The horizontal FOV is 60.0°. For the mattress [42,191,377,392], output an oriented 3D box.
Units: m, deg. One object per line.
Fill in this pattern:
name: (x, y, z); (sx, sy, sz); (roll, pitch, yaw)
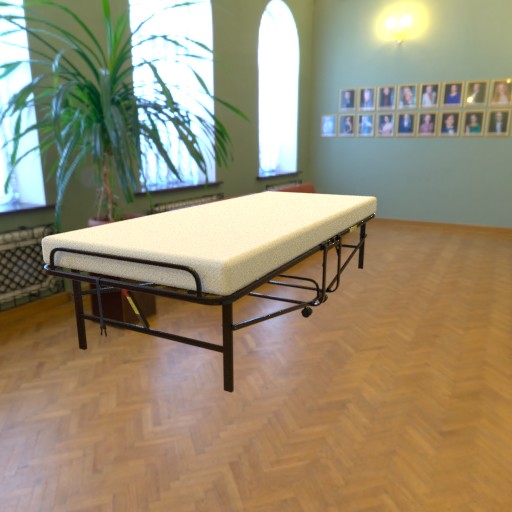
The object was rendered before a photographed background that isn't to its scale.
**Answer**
mattress: (0.000, 0.000, 2.544); (0.922, 0.519, 2.153); (7, 16, 27)
